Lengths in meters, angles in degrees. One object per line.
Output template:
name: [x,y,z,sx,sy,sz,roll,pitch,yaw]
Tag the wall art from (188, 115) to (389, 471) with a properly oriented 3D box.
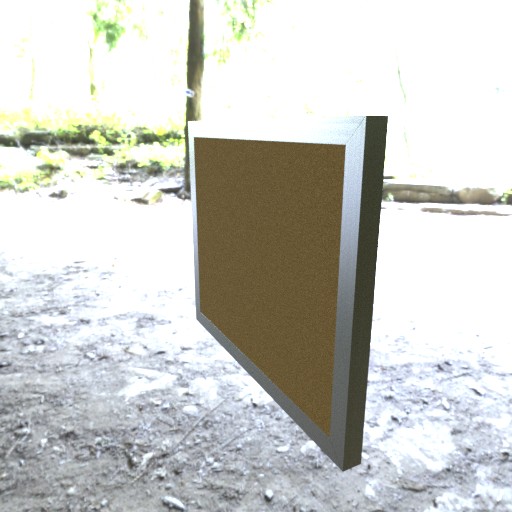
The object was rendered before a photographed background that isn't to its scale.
wall art: [0.000,0.000,0.774,0.032,0.456,0.557,-8,18,-27]
